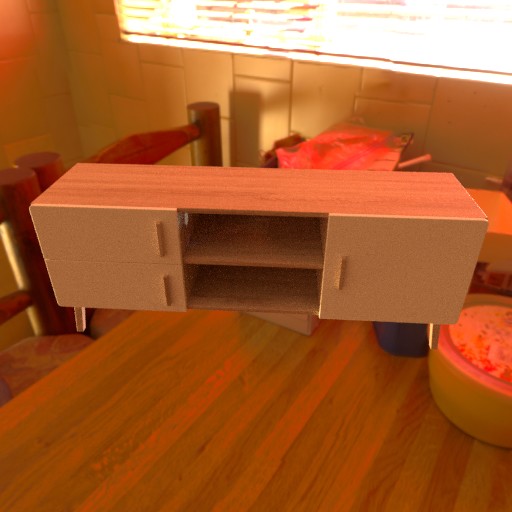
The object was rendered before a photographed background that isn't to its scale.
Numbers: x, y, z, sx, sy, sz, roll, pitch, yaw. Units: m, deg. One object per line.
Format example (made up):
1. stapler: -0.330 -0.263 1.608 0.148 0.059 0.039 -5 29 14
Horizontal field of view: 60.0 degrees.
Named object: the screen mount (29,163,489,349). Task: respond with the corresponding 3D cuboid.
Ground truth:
1. screen mount: 0.000 0.000 1.748 1.500 0.570 0.420 2 32 4
